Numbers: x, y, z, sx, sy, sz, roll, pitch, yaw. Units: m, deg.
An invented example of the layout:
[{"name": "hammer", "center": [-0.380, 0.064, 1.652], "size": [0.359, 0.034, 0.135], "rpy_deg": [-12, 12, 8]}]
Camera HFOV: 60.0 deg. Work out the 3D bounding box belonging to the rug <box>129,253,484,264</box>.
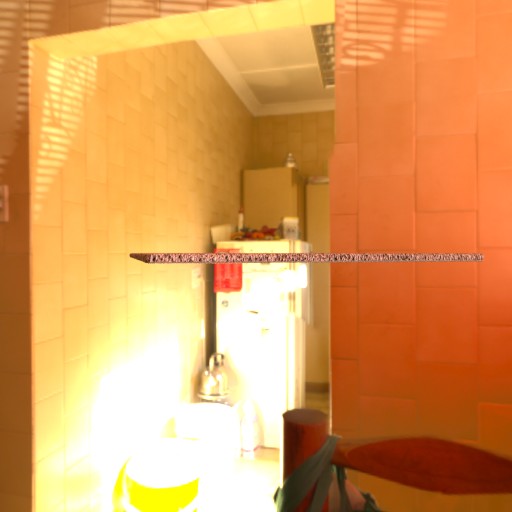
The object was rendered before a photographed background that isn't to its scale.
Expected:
[{"name": "rug", "center": [0.000, 0.000, 2.298], "size": [1.219, 0.030, 1.778], "rpy_deg": [0, 0, -17]}]
